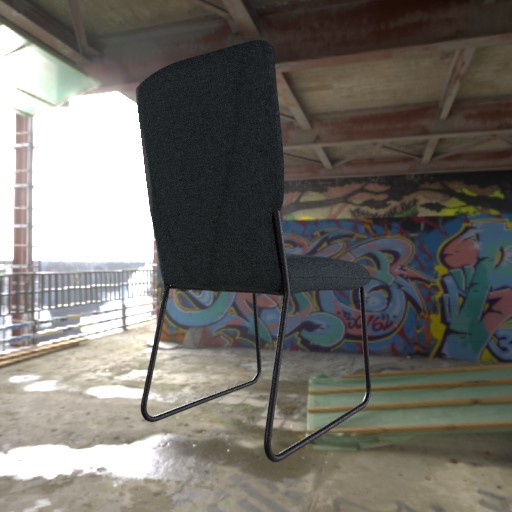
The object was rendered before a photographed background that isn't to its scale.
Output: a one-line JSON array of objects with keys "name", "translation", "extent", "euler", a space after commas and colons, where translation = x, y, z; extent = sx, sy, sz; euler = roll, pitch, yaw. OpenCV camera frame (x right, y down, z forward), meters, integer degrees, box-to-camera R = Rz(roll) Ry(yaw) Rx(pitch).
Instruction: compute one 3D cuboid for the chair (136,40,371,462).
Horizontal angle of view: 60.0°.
[{"name": "chair", "translation": [0.000, 0.000, 1.282], "extent": [0.480, 0.931, 0.635], "euler": [-1, -1, 36]}]
